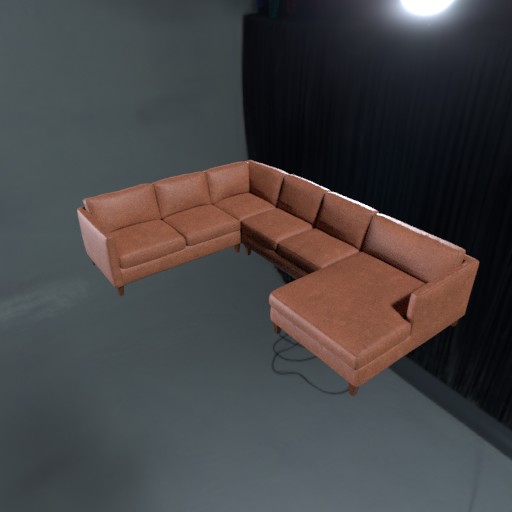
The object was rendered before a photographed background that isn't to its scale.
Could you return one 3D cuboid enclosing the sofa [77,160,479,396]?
[{"bbox_3d":[0.000,0.000,4.678,2.593,0.923,3.460,-21,37,-32],"label":"sofa"}]
